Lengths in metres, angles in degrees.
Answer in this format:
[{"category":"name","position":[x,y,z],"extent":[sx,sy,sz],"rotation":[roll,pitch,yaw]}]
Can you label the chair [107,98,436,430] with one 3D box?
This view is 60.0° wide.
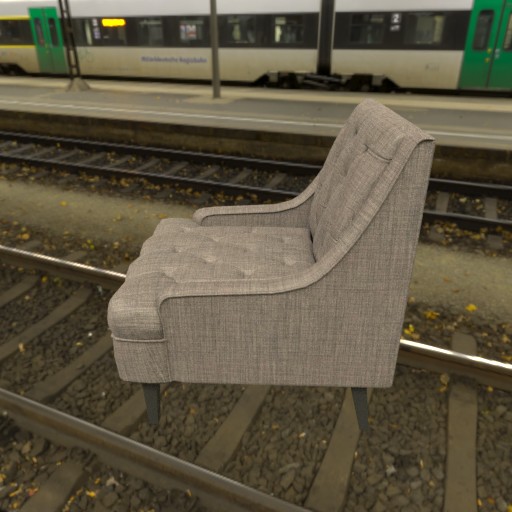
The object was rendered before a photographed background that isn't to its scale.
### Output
[{"category":"chair","position":[0.000,0.000,1.393],"extent":[0.771,0.891,0.655],"rotation":[1,27,2]}]
